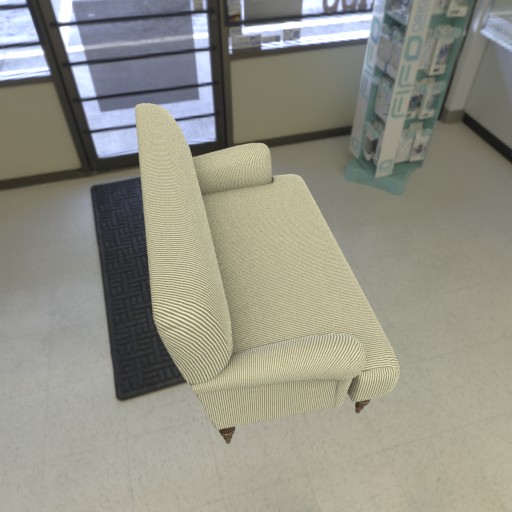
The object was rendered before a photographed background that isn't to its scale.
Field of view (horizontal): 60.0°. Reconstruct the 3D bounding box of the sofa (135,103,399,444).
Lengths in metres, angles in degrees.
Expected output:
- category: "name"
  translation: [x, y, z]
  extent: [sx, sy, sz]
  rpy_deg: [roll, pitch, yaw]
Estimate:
- category: "sofa"
  translation: [0.000, 0.000, 1.824]
  extent: [0.779, 0.889, 1.297]
  rpy_deg: [-9, 46, -9]
